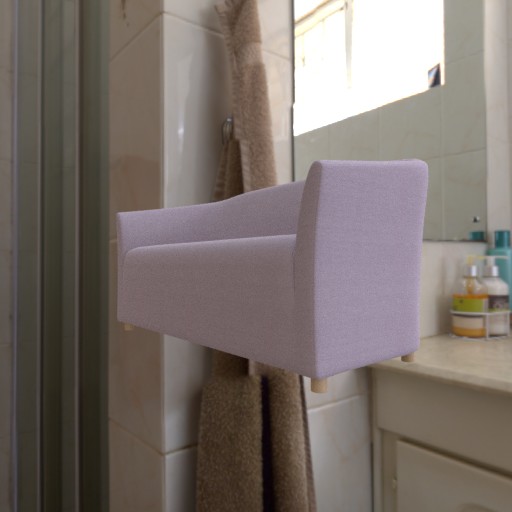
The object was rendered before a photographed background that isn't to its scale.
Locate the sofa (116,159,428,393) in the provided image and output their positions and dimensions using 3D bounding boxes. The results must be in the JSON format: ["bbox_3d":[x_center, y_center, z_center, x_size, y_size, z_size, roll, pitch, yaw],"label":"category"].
[{"bbox_3d":[0.000,0.000,1.856,0.705,0.721,1.452,1,-1,-37],"label":"sofa"}]
